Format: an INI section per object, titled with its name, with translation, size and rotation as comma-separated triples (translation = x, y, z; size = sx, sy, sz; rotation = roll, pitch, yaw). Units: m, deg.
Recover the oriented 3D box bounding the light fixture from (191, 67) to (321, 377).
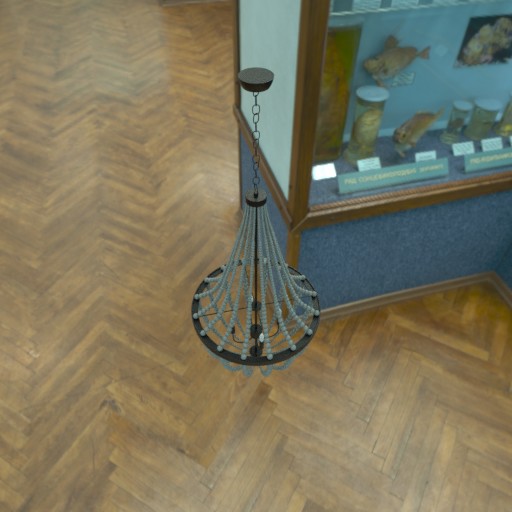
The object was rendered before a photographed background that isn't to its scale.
[light fixture]
translation = 0.000, 0.000, 1.365
size = 0.450, 1.133, 0.450
rotation = 0, 47, 0
